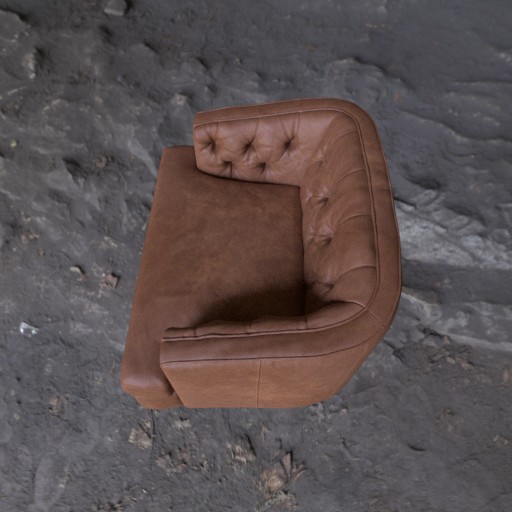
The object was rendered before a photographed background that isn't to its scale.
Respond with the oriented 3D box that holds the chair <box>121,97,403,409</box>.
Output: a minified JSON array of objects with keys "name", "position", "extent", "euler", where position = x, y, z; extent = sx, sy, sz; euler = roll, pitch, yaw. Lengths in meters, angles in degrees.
[{"name":"chair","position":[0.000,0.000,1.789],"extent":[0.911,0.836,1.119],"euler":[1,58,1]}]
